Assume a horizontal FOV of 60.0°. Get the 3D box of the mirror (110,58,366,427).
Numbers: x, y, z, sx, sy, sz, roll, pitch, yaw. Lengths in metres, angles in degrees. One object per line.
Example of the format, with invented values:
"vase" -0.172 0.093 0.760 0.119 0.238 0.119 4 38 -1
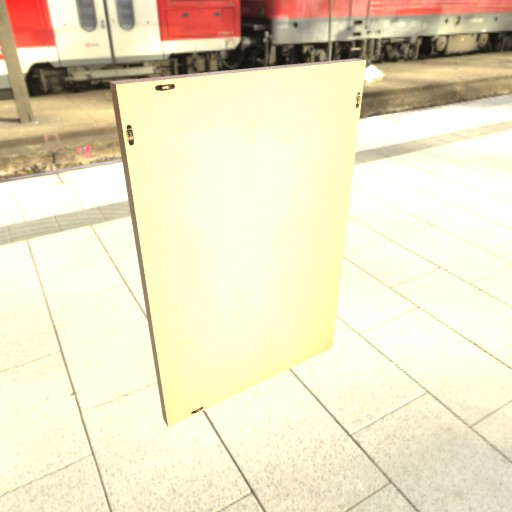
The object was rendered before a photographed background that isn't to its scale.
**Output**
"mirror" 0.000 0.000 1.168 0.609 0.915 0.040 -18 35 -28
